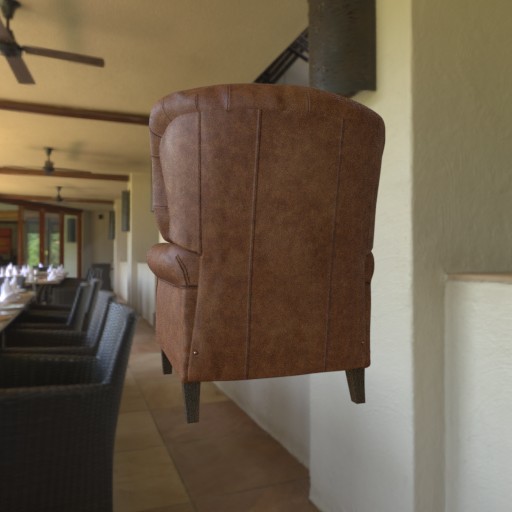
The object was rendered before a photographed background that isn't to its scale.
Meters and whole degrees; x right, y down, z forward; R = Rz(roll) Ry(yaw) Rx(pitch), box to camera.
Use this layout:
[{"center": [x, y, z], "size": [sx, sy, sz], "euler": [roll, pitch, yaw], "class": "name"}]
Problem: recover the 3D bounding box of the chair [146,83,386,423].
[{"center": [0.000, 0.000, 1.926], "size": [0.951, 1.164, 1.059], "euler": [0, -1, -18], "class": "chair"}]
